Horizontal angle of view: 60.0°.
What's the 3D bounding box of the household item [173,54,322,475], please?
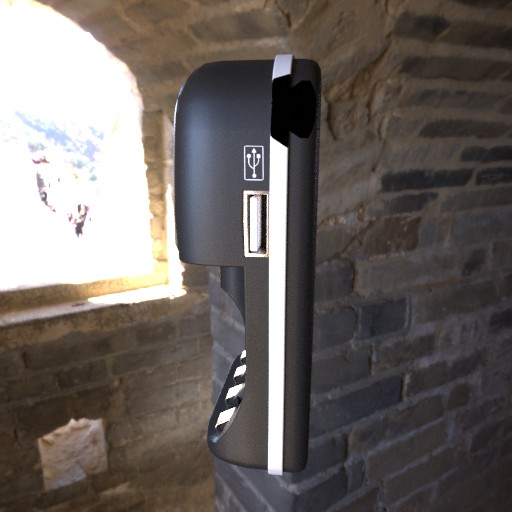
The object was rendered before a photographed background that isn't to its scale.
[{"bbox_3d":[0.000,0.000,0.143,0.038,0.114,0.070,2,15,8],"label":"household item"}]
